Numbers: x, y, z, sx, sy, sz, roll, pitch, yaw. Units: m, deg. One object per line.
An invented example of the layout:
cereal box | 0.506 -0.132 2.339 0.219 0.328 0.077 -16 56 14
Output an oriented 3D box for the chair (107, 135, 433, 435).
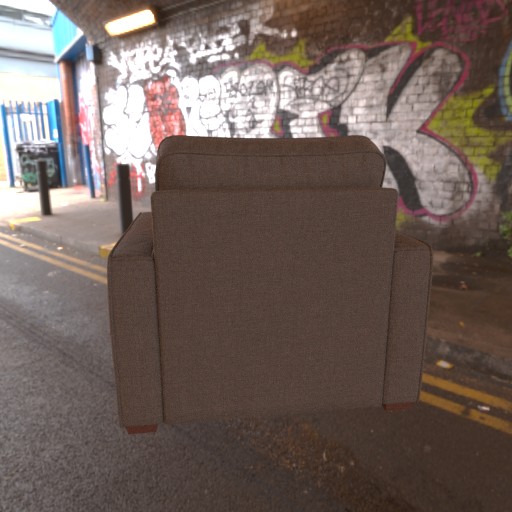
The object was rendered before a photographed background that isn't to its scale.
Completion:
chair | 0.000 0.000 1.769 1.017 0.919 0.940 -2 14 -8
